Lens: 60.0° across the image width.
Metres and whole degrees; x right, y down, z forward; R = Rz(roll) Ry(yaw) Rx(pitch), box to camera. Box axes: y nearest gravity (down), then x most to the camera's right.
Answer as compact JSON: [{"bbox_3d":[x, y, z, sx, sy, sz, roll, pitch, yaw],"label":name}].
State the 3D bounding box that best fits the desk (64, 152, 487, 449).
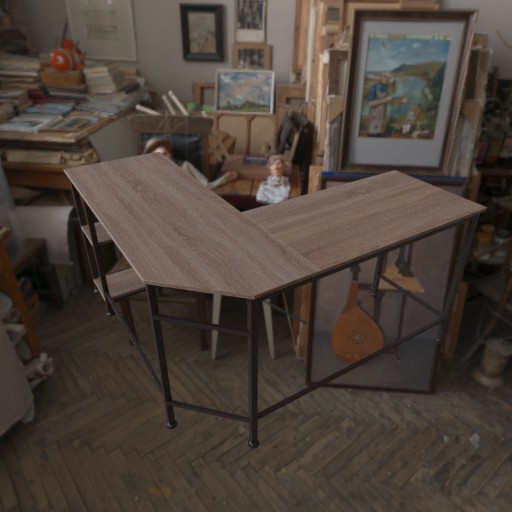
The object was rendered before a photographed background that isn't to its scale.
[{"bbox_3d":[0.000,0.000,2.201,1.379,0.739,1.379,-18,36,-27],"label":"desk"}]
